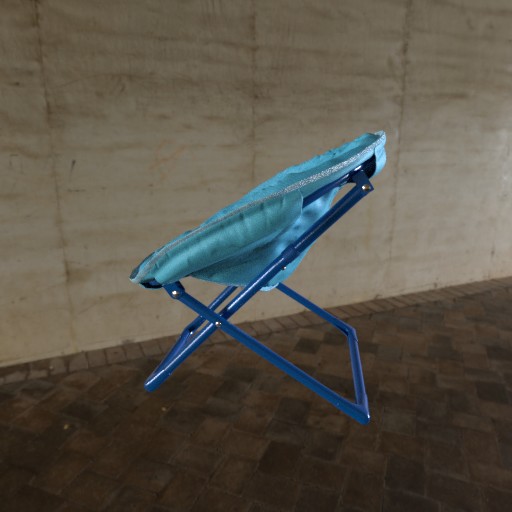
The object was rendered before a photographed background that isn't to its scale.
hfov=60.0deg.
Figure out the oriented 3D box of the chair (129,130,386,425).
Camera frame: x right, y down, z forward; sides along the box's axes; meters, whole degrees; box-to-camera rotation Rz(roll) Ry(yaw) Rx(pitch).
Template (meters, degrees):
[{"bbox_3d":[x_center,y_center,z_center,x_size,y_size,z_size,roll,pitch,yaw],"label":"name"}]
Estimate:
[{"bbox_3d":[0.000,0.000,0.877,0.465,0.478,0.520,2,15,8],"label":"chair"}]
